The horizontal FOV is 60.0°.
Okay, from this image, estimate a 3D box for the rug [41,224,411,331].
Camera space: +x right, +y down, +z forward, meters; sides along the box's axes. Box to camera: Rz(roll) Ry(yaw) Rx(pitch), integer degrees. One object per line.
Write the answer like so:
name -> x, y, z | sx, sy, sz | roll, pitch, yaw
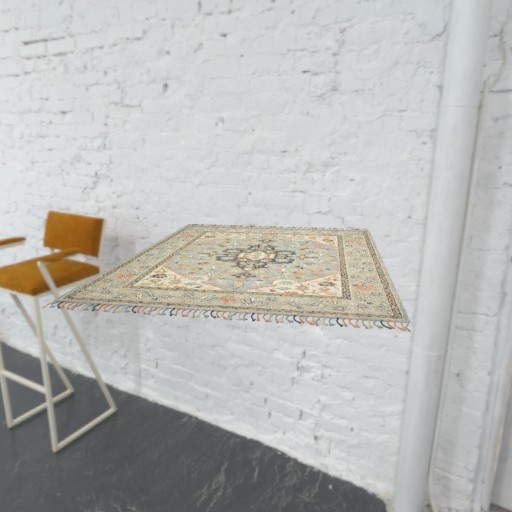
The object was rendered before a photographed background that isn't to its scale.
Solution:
rug -> 0.000, 0.000, 4.282 | 2.379, 0.011, 3.221 | 2, 14, 9
